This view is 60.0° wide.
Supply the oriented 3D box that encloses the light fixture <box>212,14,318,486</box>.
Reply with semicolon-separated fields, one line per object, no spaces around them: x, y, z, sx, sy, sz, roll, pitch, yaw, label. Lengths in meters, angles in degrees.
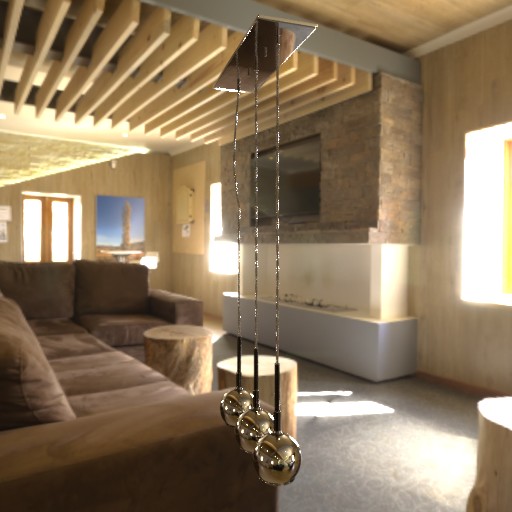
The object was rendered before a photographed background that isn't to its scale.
0.000;0.000;1.618;0.188;1.408;0.623;0;2;-18;light fixture
